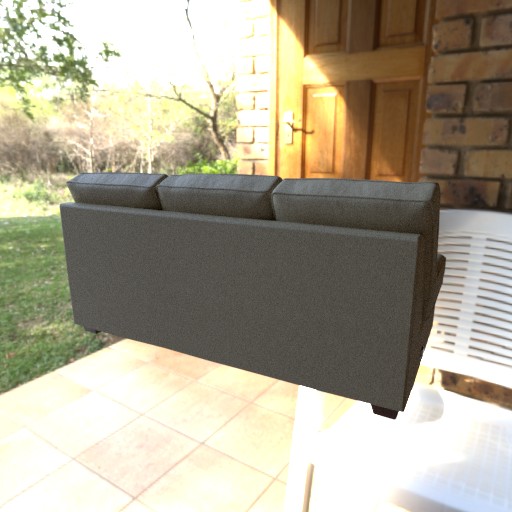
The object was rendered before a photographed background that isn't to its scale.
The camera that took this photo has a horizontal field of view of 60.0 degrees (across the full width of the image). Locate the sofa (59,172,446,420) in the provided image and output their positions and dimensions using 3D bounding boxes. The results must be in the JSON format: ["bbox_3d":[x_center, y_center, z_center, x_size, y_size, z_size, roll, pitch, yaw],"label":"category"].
[{"bbox_3d":[0.000,0.000,2.522,1.962,0.973,1.027,8,16,27],"label":"sofa"}]
